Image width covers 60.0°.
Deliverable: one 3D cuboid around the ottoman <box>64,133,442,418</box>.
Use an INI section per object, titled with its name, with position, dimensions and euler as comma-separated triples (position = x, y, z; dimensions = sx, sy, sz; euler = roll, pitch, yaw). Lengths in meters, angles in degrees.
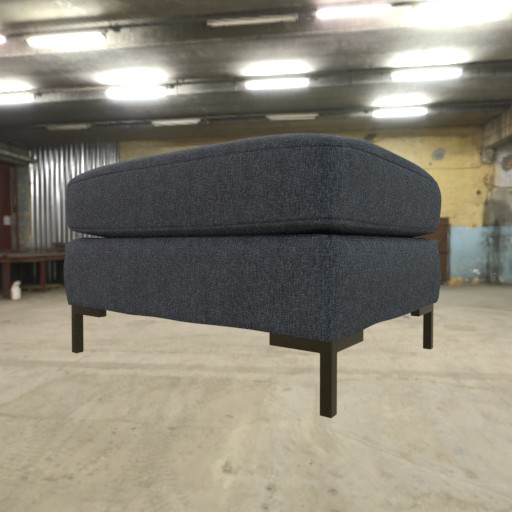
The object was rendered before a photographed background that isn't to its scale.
[ottoman]
position = 0.000, 0.000, 1.247
dimensions = 0.831, 0.533, 0.695
euler = 1, 2, 36
